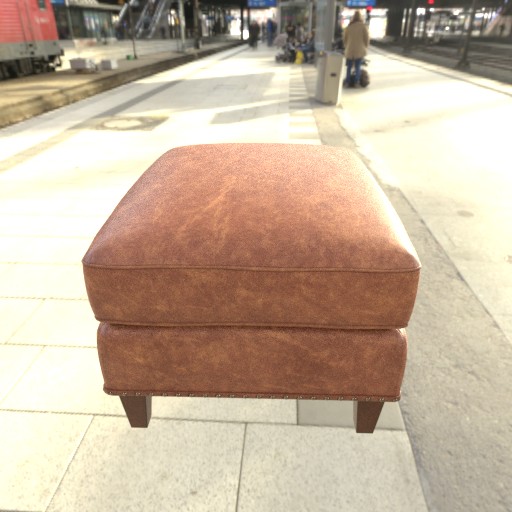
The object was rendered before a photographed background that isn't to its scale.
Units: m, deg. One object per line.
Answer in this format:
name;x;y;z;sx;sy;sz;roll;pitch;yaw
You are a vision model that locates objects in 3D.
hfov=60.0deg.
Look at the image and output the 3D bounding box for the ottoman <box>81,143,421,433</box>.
ottoman;0.000;0.000;1.124;0.586;0.486;0.742;1;27;2
